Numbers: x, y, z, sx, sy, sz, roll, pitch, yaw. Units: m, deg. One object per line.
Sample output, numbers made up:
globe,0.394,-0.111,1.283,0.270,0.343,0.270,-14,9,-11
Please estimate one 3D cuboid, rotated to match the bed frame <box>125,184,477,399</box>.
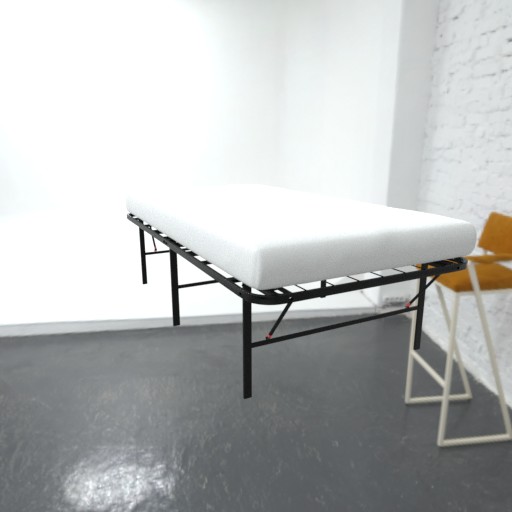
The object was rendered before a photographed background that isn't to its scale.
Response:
bed frame,0.000,0.000,2.370,0.989,0.619,1.903,-7,16,-27
